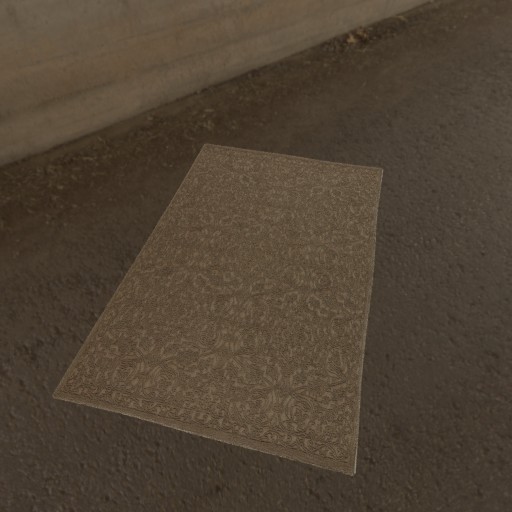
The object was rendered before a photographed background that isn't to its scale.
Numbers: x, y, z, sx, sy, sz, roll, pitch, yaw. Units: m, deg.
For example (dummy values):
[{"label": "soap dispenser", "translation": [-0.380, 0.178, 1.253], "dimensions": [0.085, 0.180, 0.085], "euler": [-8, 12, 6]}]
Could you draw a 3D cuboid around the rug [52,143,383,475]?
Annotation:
[{"label": "rug", "translation": [0.000, 0.000, 2.932], "dimensions": [1.529, 0.012, 2.435], "euler": [10, 47, 10]}]
